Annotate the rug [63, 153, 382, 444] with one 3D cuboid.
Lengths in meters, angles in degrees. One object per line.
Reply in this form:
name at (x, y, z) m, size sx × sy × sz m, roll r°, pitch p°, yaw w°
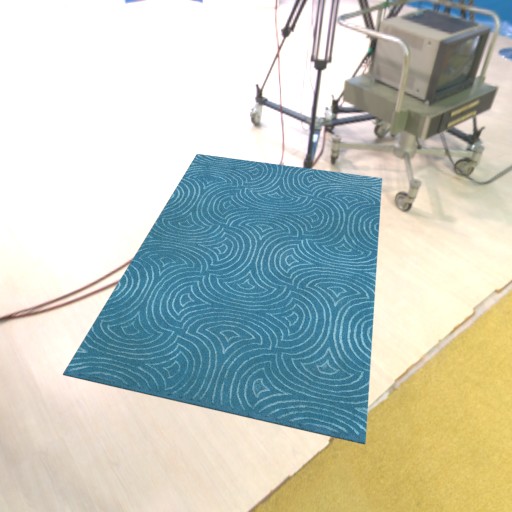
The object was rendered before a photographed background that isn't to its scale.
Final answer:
rug at (0.000, 0.000, 2.897) m, size 1.543 × 0.015 × 2.144 m, roll 10°, pitch 46°, yaw 9°
